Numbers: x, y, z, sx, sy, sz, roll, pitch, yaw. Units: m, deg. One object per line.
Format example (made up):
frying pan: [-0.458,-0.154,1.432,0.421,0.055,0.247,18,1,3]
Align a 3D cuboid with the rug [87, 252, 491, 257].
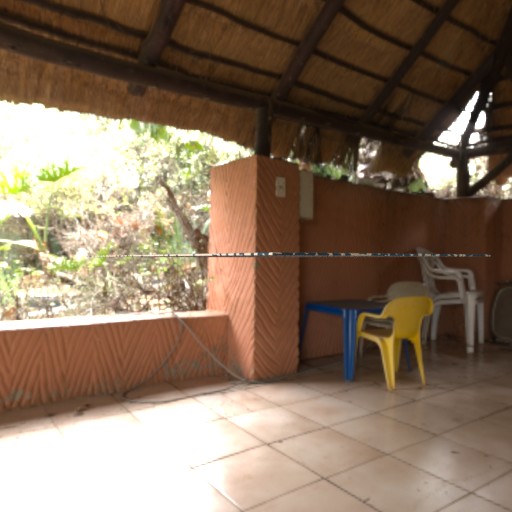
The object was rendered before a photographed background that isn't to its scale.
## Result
rug: [0.000,0.000,2.325,1.220,0.007,1.828,0,0,-36]
